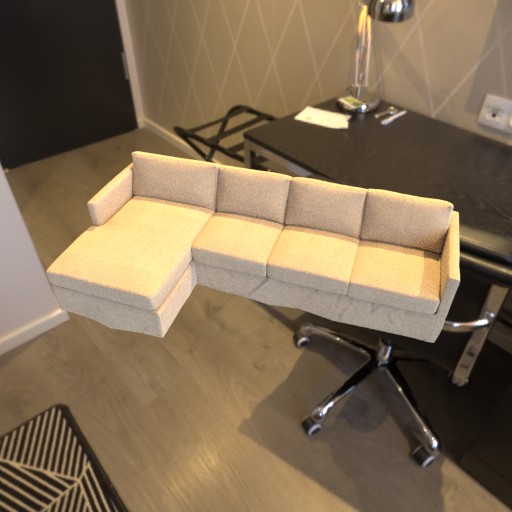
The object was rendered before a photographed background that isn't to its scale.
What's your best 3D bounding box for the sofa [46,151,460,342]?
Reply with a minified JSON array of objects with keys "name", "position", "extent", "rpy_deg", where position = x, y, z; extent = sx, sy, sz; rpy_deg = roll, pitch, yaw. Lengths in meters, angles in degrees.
[{"name":"sofa","position":[0.000,0.000,3.838],"extent":[3.205,0.922,1.650],"rpy_deg":[12,42,14]}]
